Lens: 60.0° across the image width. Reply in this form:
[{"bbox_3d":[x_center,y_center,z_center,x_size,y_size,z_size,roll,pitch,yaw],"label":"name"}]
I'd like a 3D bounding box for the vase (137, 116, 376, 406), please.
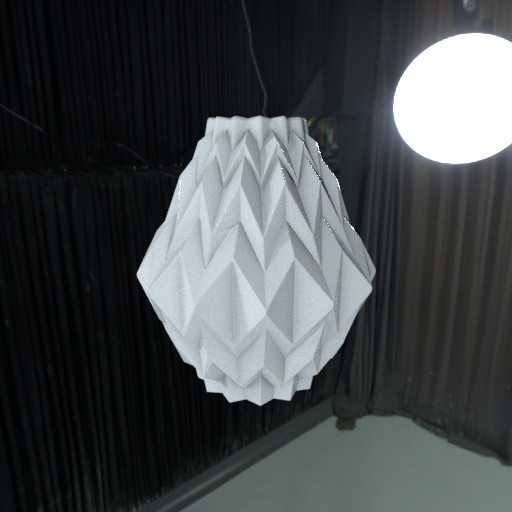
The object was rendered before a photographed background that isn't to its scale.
[{"bbox_3d":[0.000,0.000,0.311,0.164,0.185,0.164,0,15,0],"label":"vase"}]
